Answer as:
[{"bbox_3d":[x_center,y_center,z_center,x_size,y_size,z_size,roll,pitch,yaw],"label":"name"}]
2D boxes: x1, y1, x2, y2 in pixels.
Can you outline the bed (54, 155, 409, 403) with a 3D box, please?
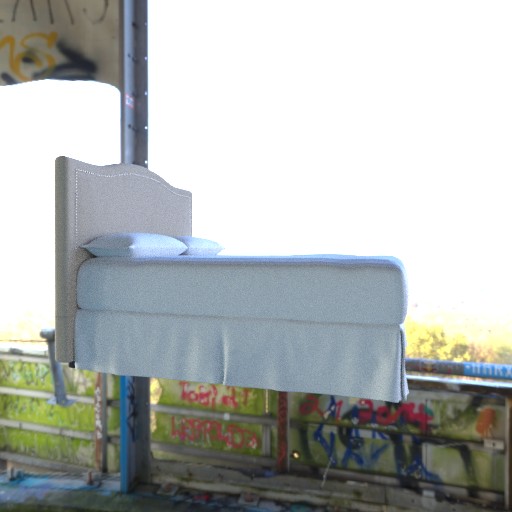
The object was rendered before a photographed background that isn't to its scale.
[{"bbox_3d":[0.000,0.000,3.154,2.052,1.398,1.678,0,1,19],"label":"bed"}]
